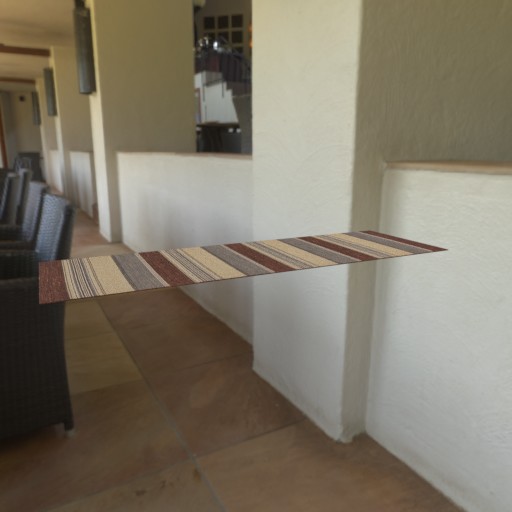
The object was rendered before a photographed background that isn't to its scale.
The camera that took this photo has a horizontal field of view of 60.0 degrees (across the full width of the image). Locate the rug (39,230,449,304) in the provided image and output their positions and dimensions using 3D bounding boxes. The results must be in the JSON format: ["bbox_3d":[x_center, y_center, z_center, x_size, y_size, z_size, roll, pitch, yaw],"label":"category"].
[{"bbox_3d":[0.000,0.000,2.759,2.437,0.006,0.792,-6,15,-25],"label":"rug"}]
